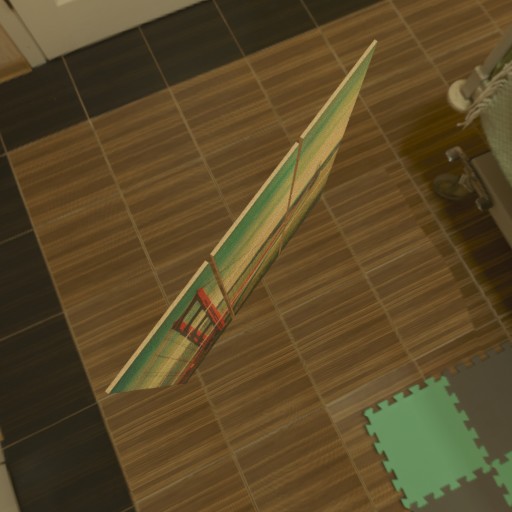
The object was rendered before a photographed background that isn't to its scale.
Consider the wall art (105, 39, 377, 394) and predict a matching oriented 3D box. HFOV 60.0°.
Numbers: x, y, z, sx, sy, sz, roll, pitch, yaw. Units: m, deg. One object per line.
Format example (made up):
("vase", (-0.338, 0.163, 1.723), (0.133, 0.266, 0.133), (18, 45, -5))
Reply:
("wall art", (0.000, 0.000, 2.195), (0.014, 1.507, 1.519), (35, 78, 9))
